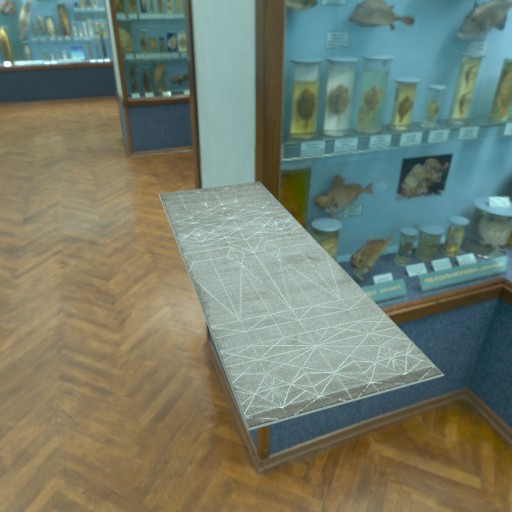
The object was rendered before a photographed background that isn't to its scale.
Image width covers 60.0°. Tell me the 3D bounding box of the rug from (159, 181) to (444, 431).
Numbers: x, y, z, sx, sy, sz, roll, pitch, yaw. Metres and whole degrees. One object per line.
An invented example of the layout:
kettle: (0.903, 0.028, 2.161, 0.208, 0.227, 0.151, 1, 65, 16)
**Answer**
rug: (0.000, 0.000, 2.716, 0.864, 0.012, 2.388, -10, 31, -16)
